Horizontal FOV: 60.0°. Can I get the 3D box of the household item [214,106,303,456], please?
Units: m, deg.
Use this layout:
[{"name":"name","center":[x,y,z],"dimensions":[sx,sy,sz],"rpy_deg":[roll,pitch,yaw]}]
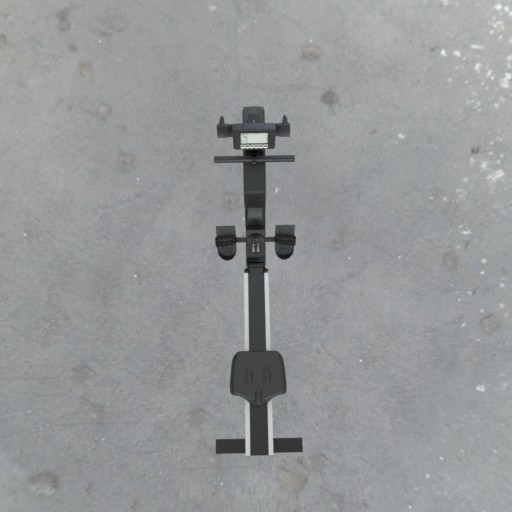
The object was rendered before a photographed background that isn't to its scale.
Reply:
[{"name":"household item","center":[0.000,0.000,2.570],"dimensions":[0.521,0.810,2.251],"rpy_deg":[-1,76,0]}]
